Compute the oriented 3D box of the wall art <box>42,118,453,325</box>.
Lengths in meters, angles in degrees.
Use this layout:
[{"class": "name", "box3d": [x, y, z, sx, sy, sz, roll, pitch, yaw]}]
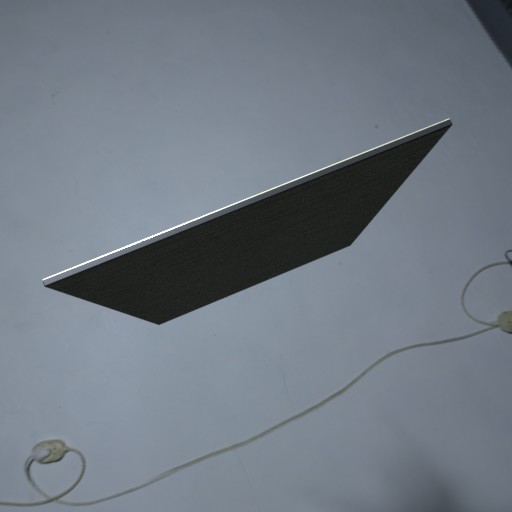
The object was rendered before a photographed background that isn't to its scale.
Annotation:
[{"class": "wall art", "box3d": [0.000, 0.000, 0.756, 0.483, 0.559, 0.009, -22, 78, -5]}]
